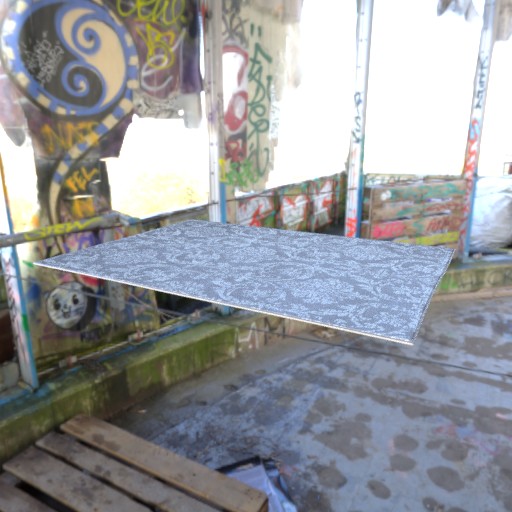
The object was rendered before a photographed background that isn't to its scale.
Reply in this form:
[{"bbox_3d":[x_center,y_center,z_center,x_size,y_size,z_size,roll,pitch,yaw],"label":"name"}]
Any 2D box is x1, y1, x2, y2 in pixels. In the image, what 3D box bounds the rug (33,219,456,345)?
[{"bbox_3d":[0.000,0.000,2.829,2.206,0.014,1.578,8,18,28],"label":"rug"}]
